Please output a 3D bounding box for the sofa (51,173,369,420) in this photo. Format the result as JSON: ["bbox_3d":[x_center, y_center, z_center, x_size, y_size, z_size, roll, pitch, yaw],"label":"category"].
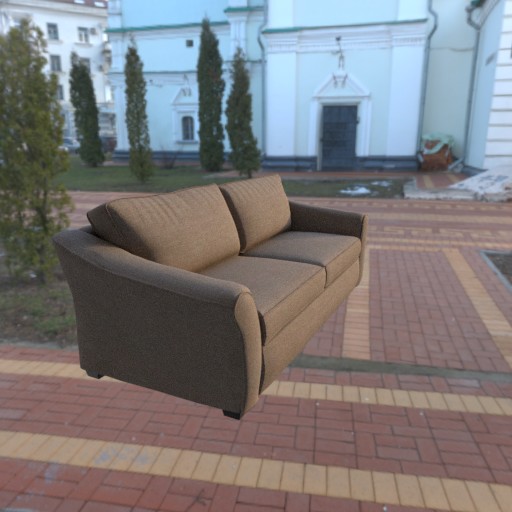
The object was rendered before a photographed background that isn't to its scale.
[{"bbox_3d":[0.000,0.000,2.829,0.986,0.906,2.270,7,16,25],"label":"sofa"}]
